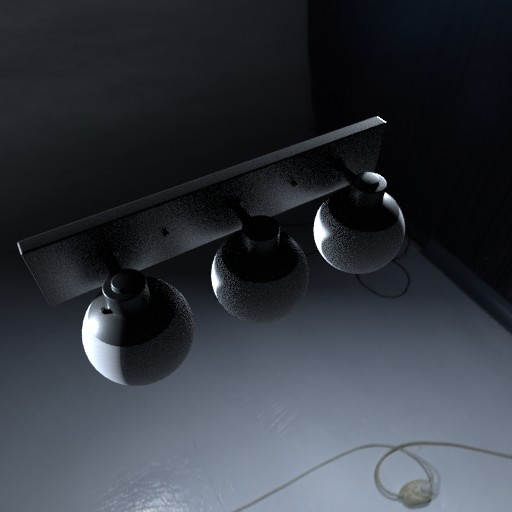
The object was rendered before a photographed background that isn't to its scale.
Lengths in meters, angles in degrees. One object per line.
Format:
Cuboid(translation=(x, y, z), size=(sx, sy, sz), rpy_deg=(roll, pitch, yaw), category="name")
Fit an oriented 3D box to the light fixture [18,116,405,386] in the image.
Cuboid(translation=(0.000, 0.000, 0.835), size=(0.721, 0.263, 0.218), rpy_deg=(-24, 52, -20), category="light fixture")
